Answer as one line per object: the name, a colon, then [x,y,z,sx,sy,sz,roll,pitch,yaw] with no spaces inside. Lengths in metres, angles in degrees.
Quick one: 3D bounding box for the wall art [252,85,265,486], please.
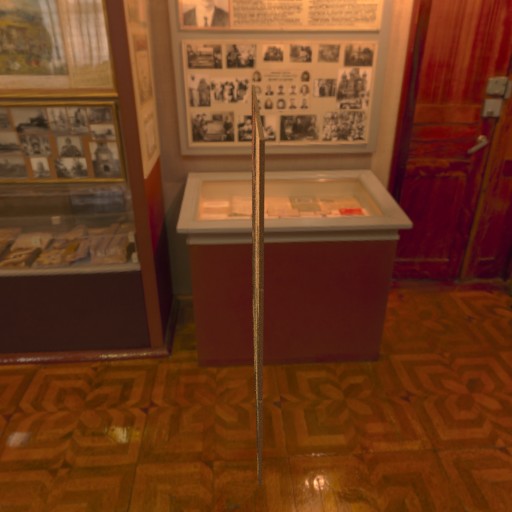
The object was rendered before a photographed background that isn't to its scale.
wall art: [0.000,0.000,1.392,0.010,0.917,0.919,-1,27,-1]
